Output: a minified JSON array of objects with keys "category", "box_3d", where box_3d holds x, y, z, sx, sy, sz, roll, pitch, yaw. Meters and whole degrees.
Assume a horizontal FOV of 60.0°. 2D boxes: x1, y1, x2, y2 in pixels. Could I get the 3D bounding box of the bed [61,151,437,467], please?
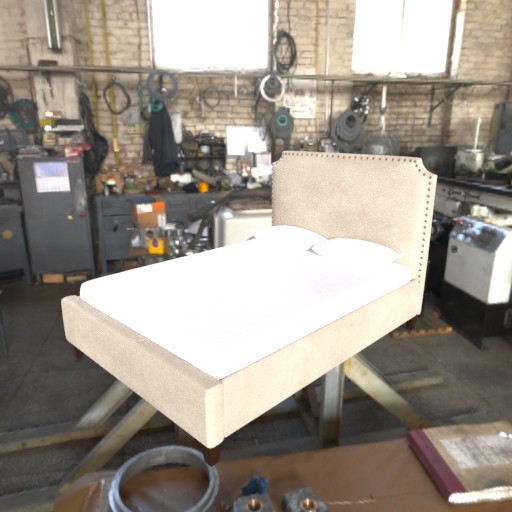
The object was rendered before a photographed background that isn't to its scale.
[{"category":"bed","box_3d":[0.000,0.000,3.402,1.712,1.443,2.372,16,22,42]}]
